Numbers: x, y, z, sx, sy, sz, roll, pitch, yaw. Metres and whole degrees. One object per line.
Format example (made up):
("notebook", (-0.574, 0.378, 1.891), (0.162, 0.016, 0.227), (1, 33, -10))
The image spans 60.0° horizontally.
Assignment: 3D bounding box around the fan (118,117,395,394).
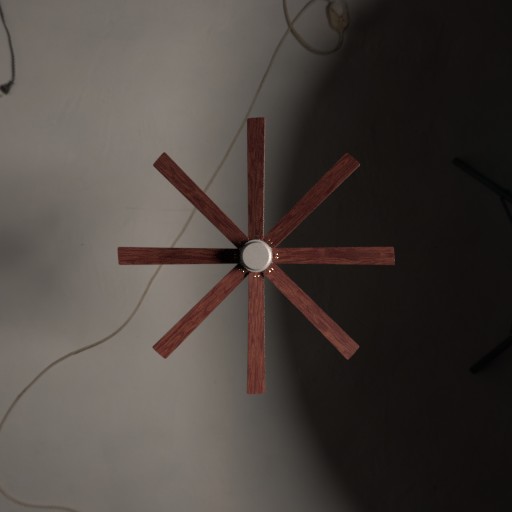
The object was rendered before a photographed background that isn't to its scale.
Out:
("fan", (0.000, 0.000, 2.802), (1.830, 0.472, 1.830), (0, 90, 0))
